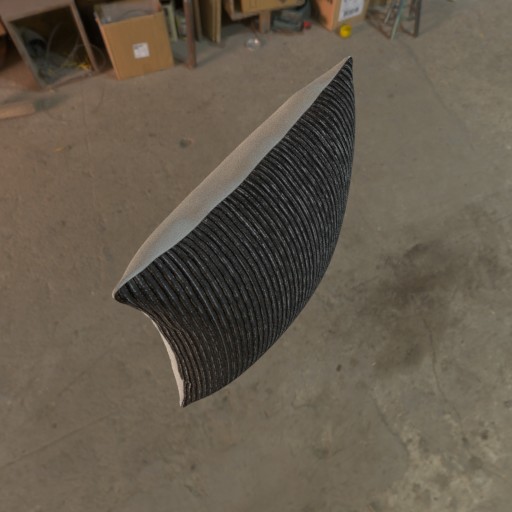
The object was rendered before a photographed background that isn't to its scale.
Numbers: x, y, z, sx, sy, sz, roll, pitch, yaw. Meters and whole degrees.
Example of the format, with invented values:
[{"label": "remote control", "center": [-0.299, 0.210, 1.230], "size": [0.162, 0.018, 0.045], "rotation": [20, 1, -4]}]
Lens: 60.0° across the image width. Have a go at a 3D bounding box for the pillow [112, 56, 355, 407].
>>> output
[{"label": "pillow", "center": [0.000, 0.000, 0.670], "size": [0.196, 0.434, 0.433], "rotation": [32, 64, 18]}]
